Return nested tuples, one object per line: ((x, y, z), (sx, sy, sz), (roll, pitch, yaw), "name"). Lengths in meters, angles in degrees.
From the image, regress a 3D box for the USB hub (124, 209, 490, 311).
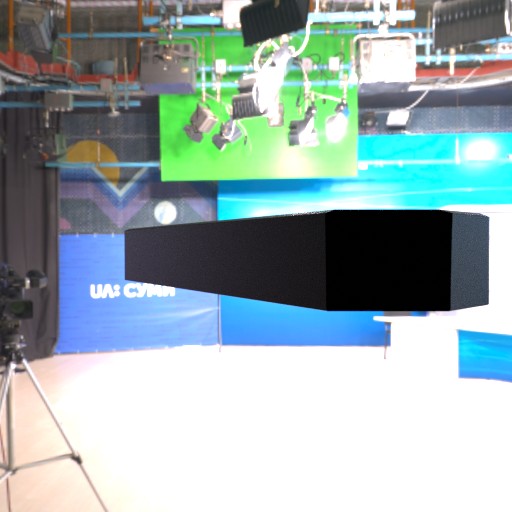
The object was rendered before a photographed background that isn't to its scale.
((0.000, 0.000, 0.157), (0.044, 0.023, 0.145), (-1, 1, -37), "USB hub")
